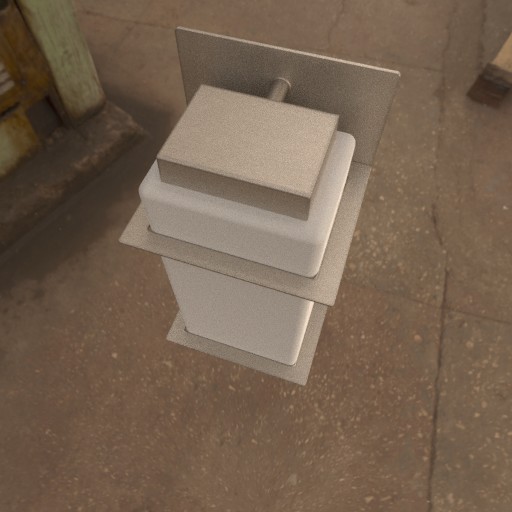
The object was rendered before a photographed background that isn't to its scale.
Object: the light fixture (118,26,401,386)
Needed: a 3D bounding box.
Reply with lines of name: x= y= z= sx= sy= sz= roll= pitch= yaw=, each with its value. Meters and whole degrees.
light fixture: x=0.000 y=0.000 z=0.448 sx=0.168 sy=0.380 sz=0.160 roll=16 pitch=60 yaw=10
